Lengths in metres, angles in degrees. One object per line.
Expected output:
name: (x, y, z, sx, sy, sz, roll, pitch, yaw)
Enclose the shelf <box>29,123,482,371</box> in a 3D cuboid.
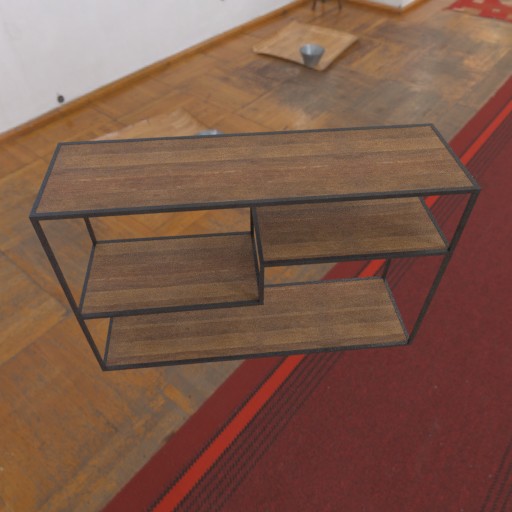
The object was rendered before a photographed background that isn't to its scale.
shelf: (0.000, 0.000, 1.564, 1.201, 0.765, 0.361, -4, 46, -4)
